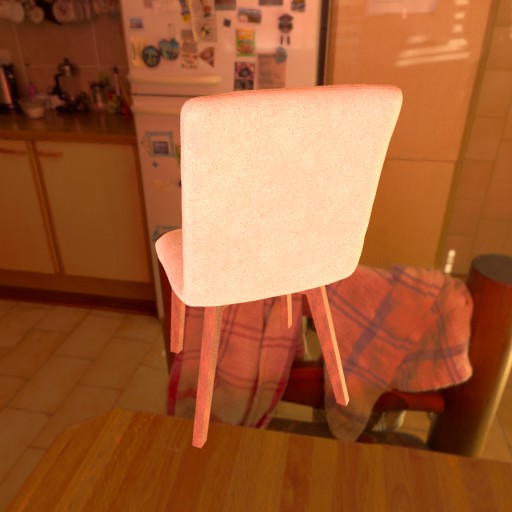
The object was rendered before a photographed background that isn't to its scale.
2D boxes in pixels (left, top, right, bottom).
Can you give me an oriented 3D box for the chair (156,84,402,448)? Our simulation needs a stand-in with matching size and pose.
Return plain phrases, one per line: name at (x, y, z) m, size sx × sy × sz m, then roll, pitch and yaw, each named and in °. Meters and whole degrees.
chair at (0.000, 0.000, 1.280) m, size 0.522 × 0.974 × 0.563 m, roll -9°, pitch 29°, yaw -17°
